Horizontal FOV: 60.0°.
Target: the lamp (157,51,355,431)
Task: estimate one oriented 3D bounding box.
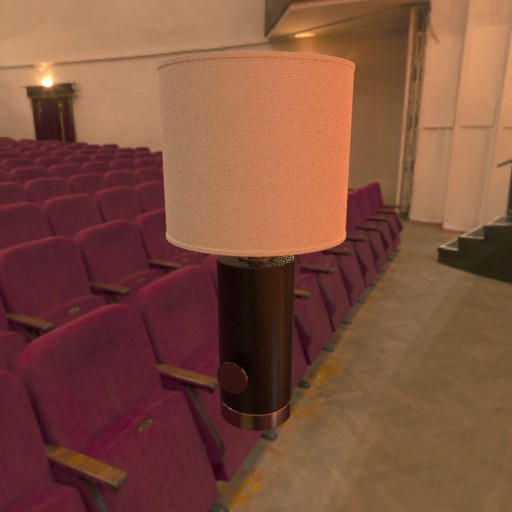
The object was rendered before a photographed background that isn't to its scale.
[{"bbox_3d":[0.000,0.000,0.613,0.241,0.482,0.240,7,17,25],"label":"lamp"}]
